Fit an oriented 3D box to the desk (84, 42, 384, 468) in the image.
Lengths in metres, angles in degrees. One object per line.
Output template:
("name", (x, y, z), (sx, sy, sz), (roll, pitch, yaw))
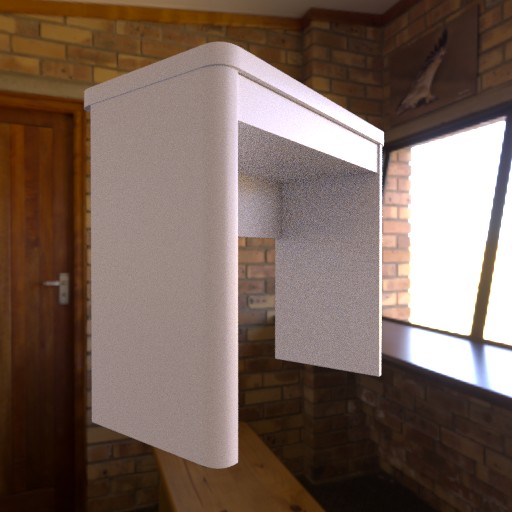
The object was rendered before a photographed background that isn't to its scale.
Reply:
("desk", (0.000, 0.000, 1.213), (0.446, 0.760, 0.790), (0, 1, 37))
